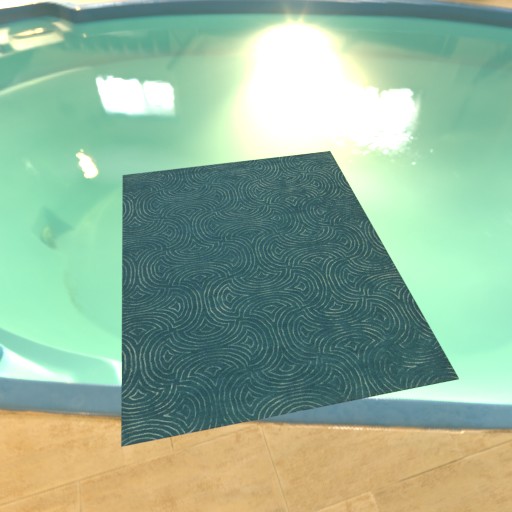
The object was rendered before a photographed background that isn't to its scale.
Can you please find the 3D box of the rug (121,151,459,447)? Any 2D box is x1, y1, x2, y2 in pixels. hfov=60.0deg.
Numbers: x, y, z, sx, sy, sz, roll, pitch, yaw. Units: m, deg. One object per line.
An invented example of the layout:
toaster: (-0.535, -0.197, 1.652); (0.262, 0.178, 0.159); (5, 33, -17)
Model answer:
rug: (0.000, 0.000, 4.108); (2.432, 0.012, 3.033); (-8, 47, -8)
